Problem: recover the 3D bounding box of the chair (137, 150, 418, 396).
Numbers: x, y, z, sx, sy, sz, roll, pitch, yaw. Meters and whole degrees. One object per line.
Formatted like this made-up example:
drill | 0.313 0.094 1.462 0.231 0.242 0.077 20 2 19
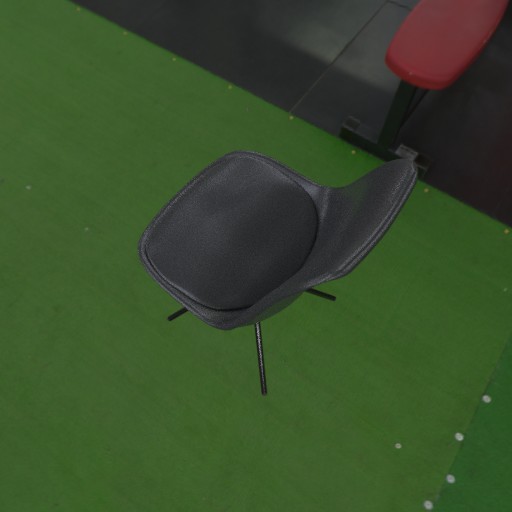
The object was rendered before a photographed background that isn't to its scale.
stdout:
chair | 0.000 0.000 1.135 0.525 0.850 0.461 34 68 16
